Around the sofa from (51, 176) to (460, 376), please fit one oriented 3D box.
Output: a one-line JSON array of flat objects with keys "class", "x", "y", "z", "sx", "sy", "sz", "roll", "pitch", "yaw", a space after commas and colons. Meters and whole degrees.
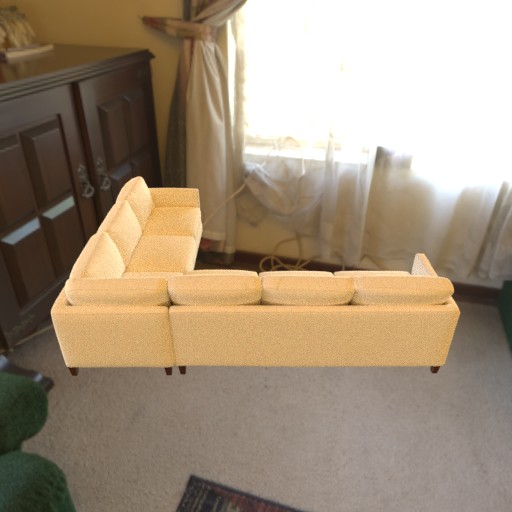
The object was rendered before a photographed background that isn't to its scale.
[{"class": "sofa", "x": 0.000, "y": 0.000, "z": 4.703, "sx": 3.302, "sy": 0.947, "sz": 2.593, "roll": 0, "pitch": 31, "yaw": 0}]
